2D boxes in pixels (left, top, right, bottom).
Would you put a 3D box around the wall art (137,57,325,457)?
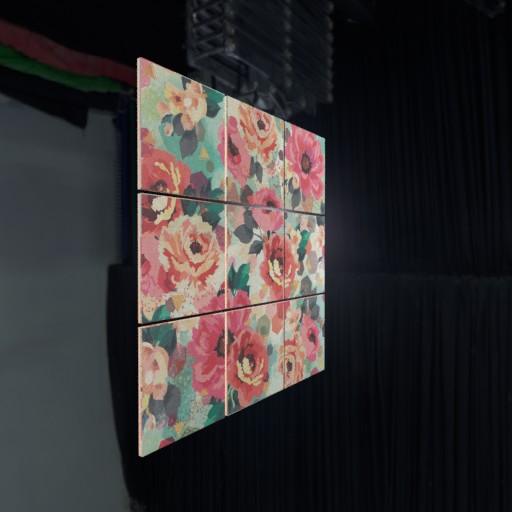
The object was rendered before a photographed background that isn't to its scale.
[{"bbox_3d":[0.000,0.000,1.382,0.012,0.910,0.911,1,1,36],"label":"wall art"}]
